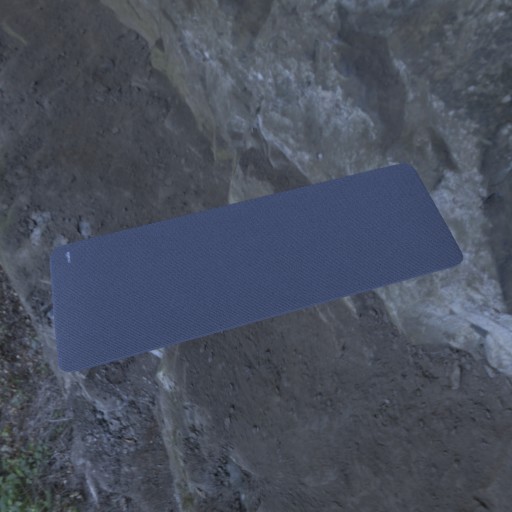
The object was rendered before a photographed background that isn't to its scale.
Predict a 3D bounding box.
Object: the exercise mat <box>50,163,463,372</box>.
[{"bbox_3d":[0.000,0.000,2.091,1.884,0.021,0.616,-14,65,-7],"label":"exercise mat"}]
